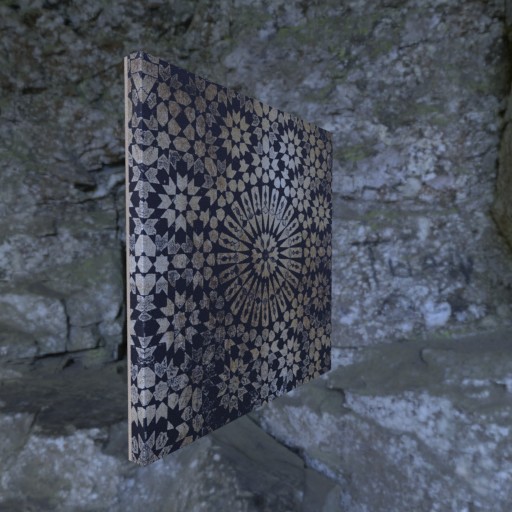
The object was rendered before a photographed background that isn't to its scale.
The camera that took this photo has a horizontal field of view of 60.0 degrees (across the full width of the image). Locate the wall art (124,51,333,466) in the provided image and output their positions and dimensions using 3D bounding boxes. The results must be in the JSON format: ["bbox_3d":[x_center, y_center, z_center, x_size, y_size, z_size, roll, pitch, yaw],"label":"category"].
[{"bbox_3d":[0.000,0.000,0.906,0.038,0.612,0.612,2,3,36],"label":"wall art"}]
